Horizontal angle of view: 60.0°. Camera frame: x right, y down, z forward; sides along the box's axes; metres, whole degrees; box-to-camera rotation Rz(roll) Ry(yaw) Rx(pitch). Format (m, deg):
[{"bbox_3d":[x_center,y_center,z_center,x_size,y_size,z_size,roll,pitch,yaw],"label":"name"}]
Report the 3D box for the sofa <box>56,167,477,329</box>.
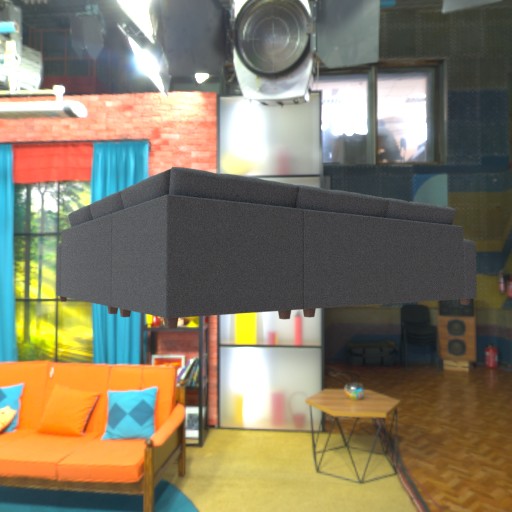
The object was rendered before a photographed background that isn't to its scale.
[{"bbox_3d":[0.000,0.000,4.593,3.277,0.965,2.895,1,-2,-35],"label":"sofa"}]
